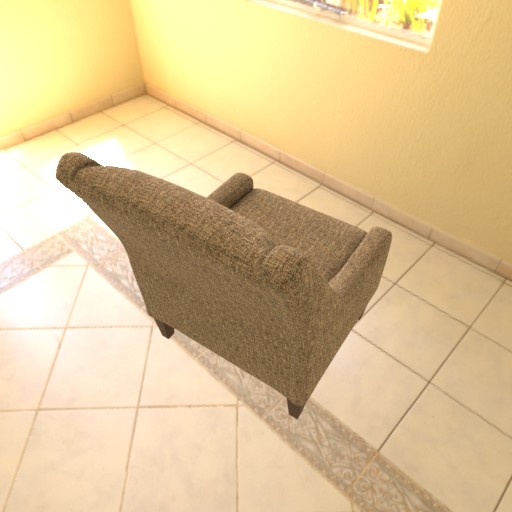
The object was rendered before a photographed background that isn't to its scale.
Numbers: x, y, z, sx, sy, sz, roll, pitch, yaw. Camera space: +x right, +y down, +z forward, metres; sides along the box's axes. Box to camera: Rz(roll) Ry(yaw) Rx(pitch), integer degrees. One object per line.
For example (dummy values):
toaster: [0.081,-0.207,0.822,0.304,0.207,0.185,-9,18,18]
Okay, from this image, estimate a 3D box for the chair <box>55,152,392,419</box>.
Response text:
chair: [0.000,0.000,1.634,0.774,1.014,0.870,25,50,23]
